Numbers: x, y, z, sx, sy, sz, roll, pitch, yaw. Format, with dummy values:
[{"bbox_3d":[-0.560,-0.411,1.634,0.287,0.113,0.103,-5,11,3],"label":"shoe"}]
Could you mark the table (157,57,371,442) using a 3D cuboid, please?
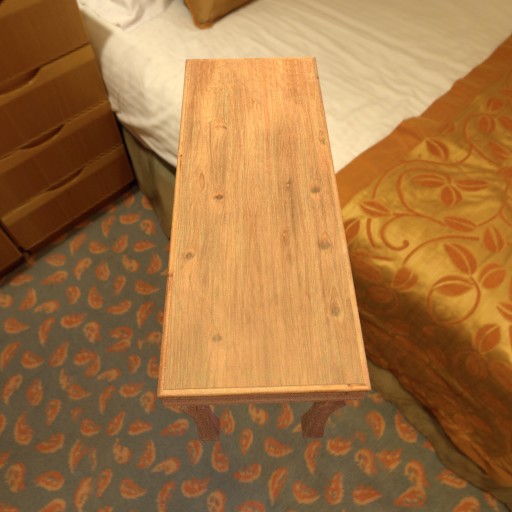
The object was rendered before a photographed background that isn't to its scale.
[{"bbox_3d":[0.000,0.000,1.794,0.522,0.873,1.330,-2,58,-1],"label":"table"}]
